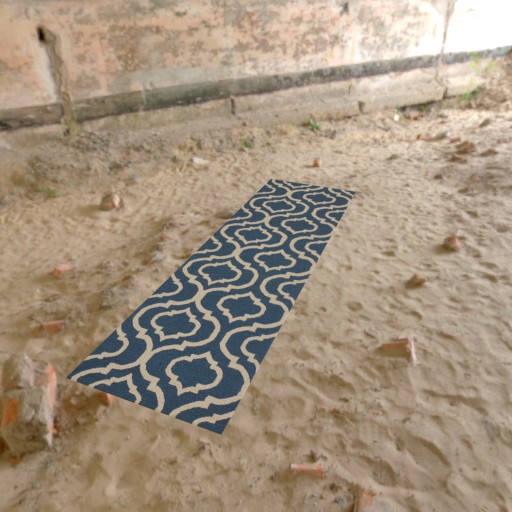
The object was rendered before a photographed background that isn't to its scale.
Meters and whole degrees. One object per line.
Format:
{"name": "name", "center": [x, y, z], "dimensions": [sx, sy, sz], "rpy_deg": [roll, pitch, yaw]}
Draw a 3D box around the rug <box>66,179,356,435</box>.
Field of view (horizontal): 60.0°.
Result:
{"name": "rug", "center": [0.000, 0.000, 2.557], "dimensions": [0.685, 0.006, 2.296], "rpy_deg": [12, 33, 19]}
